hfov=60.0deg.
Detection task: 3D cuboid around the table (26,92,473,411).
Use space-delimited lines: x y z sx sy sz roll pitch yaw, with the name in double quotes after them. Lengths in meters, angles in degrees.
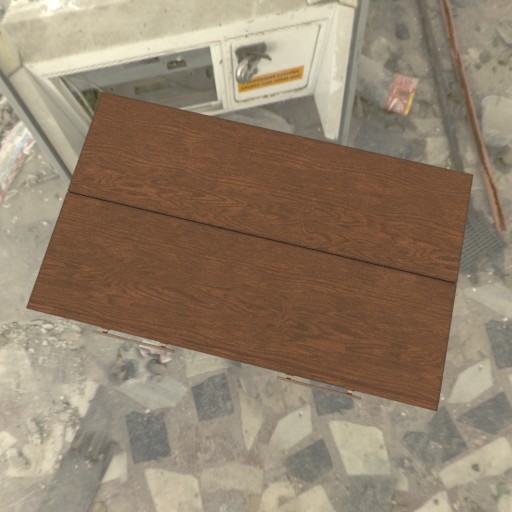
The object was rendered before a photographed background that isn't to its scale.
0.000 0.000 1.461 1.167 0.361 0.719 13 78 3 "table"
